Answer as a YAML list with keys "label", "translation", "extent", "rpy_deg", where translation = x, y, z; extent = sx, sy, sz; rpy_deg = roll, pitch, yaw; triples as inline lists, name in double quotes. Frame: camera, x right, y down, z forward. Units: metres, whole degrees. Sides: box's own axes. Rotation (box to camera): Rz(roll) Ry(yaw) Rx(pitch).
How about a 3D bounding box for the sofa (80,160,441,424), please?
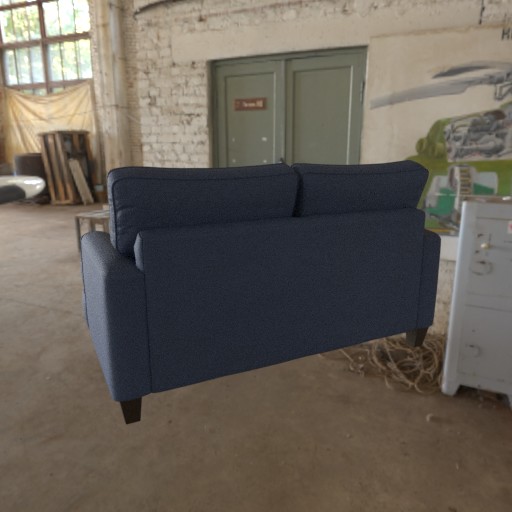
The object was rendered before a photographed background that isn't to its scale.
- label: "sofa"
  translation: [0.000, 0.000, 2.285]
  extent: [1.651, 0.965, 0.965]
  rpy_deg: [-7, 15, -26]
